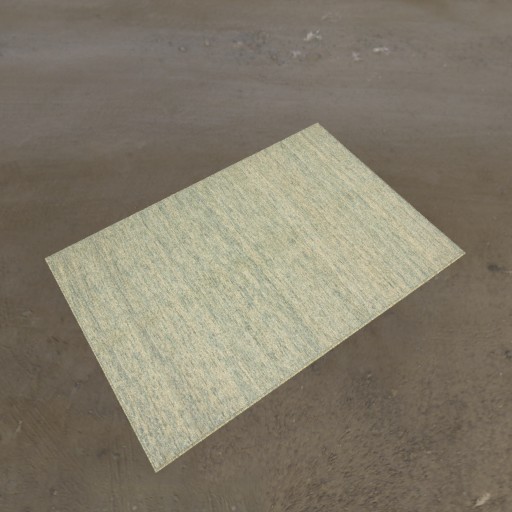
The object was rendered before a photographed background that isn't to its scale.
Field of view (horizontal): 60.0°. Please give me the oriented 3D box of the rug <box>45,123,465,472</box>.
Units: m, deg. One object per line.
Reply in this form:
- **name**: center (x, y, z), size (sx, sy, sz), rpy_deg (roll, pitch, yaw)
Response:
- **rug**: center (0.000, 0.000, 2.352), size (1.850, 0.015, 1.250), rpy_deg (-30, 62, -18)
